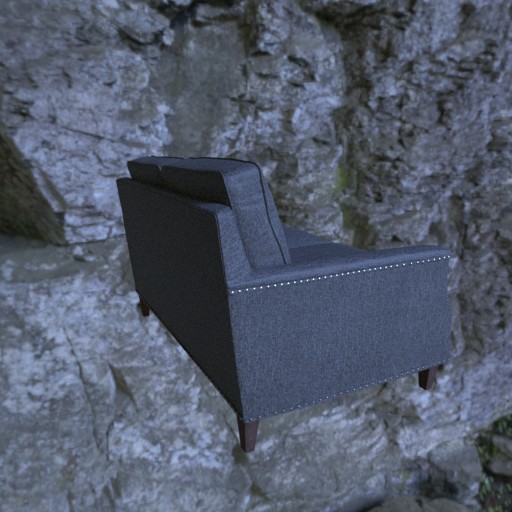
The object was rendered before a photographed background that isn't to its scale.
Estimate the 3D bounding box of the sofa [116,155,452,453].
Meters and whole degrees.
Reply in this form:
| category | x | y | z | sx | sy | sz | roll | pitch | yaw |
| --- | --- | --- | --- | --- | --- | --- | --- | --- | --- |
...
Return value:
| category | x | y | z | sx | sy | sz | roll | pitch | yaw |
| --- | --- | --- | --- | --- | --- | --- | --- | --- | --- |
| sofa | 0.000 | 0.000 | 2.254 | 1.084 | 1.003 | 1.597 | -7 | 16 | -27 |
